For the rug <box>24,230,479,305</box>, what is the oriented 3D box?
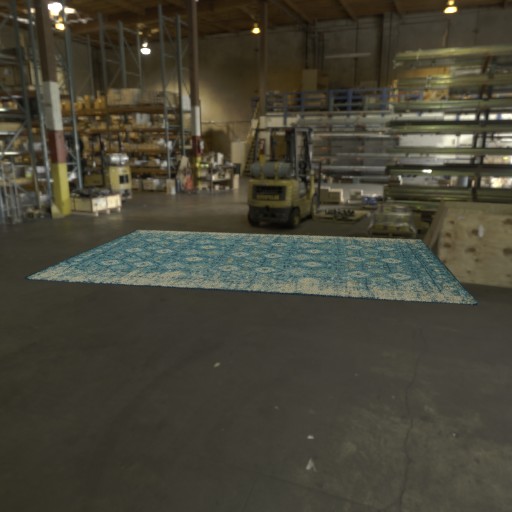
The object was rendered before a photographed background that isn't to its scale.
[{"bbox_3d":[0.000,0.000,3.055,2.449,0.015,1.530,2,14,10],"label":"rug"}]
